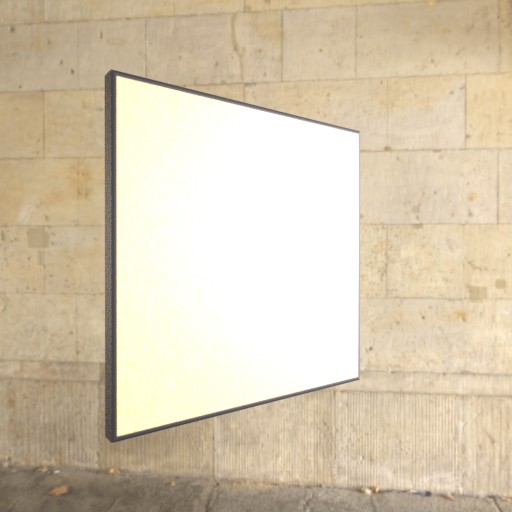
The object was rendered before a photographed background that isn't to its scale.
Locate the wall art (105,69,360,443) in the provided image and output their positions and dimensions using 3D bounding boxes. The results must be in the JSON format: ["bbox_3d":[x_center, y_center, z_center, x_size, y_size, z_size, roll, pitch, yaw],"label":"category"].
[{"bbox_3d":[0.000,0.000,1.154,0.769,0.766,0.042,0,0,-37],"label":"wall art"}]
